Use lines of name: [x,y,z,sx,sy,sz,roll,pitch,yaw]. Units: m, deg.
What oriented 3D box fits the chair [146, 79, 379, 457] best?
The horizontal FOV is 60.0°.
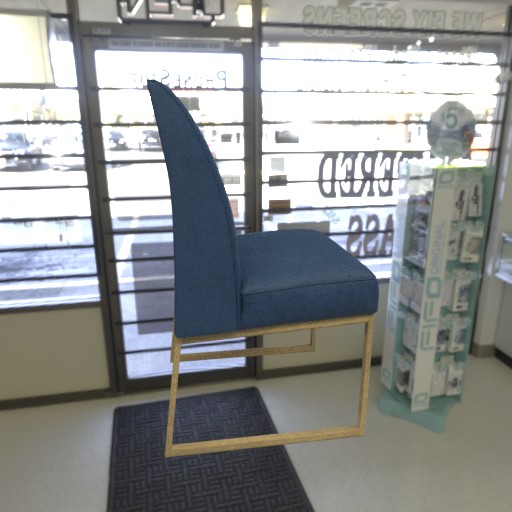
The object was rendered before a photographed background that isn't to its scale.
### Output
chair: [0.000,0.000,1.219,0.522,0.863,0.508,-3,17,-9]
